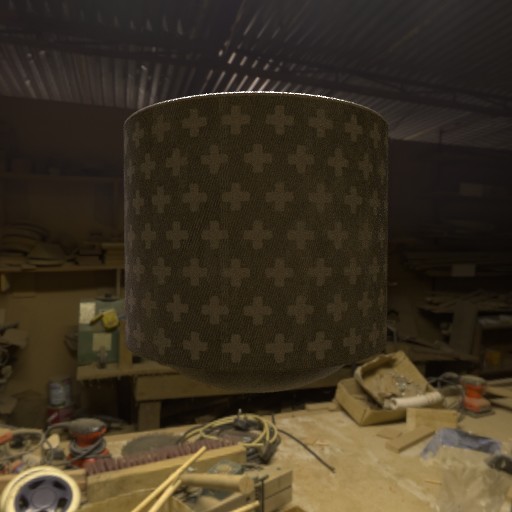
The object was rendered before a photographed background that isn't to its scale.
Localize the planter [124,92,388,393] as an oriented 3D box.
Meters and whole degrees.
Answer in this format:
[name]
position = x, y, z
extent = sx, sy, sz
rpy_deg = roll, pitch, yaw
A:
[planter]
position = 0.000, 0.000, 0.334
extent = 0.190, 0.181, 0.190
rpy_deg = 0, 2, 0
